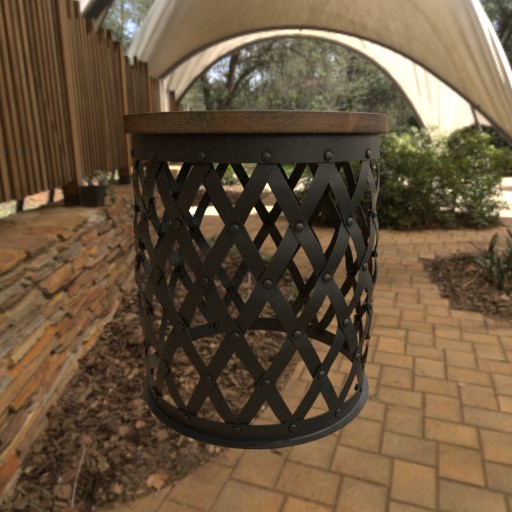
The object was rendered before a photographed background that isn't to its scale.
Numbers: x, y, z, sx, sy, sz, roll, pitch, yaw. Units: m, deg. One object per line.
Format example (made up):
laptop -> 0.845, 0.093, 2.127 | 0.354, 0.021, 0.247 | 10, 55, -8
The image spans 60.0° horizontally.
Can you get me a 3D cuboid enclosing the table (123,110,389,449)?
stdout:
table -> 0.000, 0.000, 0.759 | 0.405, 0.454, 0.405 | 0, 15, 0
